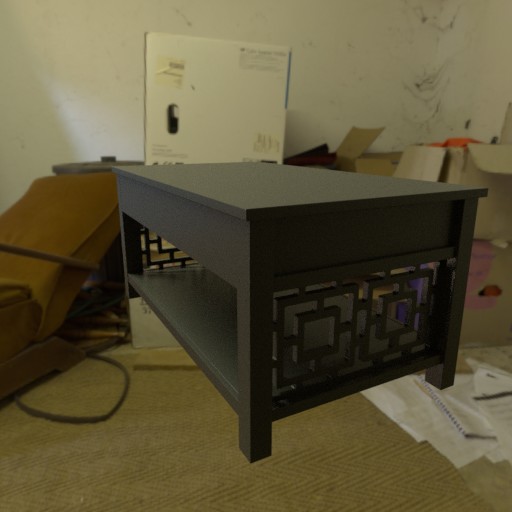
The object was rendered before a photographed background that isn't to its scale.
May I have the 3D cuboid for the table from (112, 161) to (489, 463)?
[{"bbox_3d":[0.000,0.000,1.358,0.612,0.493,1.068,-8,17,-27],"label":"table"}]
